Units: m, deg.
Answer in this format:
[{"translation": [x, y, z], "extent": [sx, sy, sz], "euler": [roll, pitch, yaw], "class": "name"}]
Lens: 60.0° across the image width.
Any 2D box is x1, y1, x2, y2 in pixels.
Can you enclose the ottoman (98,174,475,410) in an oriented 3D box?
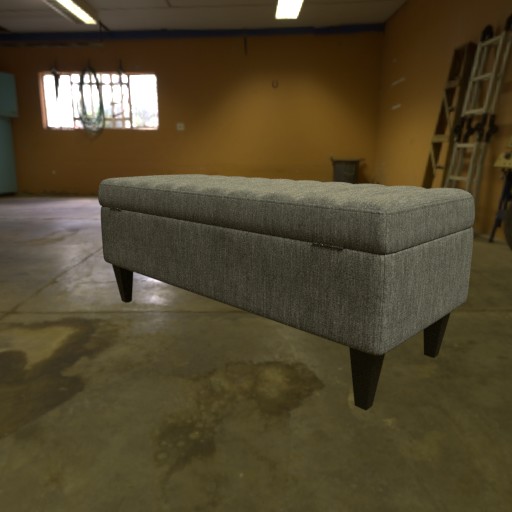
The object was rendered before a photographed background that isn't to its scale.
[{"translation": [0.000, 0.000, 1.412], "extent": [1.151, 0.469, 0.482], "euler": [13, 18, 43], "class": "ottoman"}]
